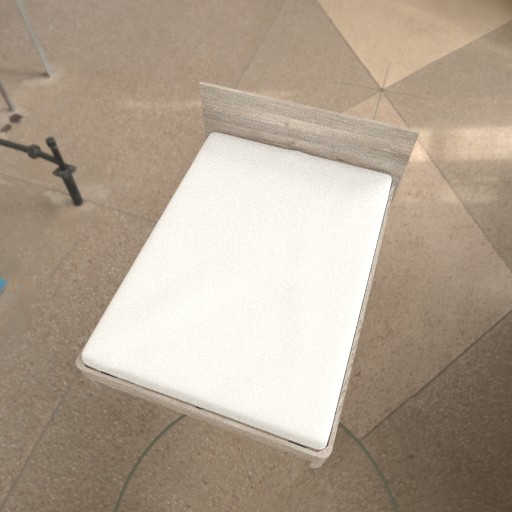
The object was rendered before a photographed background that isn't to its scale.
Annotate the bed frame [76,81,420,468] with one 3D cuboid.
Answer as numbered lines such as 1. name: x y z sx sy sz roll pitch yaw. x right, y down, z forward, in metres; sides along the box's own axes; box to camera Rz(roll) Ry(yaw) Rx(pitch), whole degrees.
1. bed frame: 0.000 0.000 2.744 1.490 0.800 1.950 16 59 10
